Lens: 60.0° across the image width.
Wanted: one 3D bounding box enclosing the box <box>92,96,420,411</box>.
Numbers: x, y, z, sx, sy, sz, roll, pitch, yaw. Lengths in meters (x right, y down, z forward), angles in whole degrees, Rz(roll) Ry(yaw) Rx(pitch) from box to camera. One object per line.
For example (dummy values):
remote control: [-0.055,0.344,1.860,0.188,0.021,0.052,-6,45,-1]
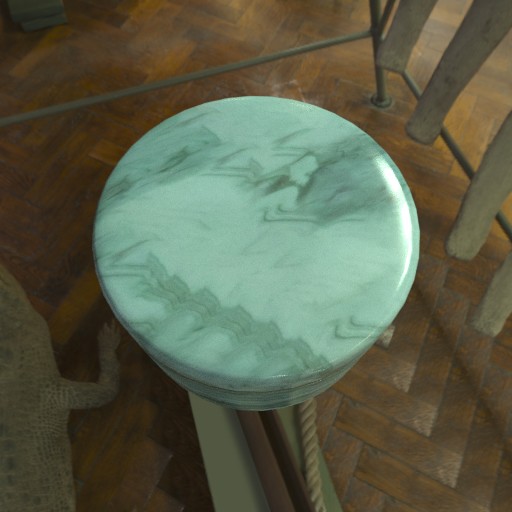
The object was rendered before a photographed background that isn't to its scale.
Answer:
box: [0.000,0.000,0.162,0.101,0.063,0.101,0,64,0]
